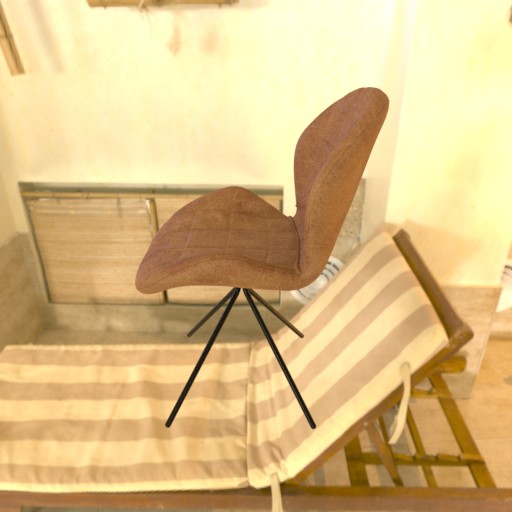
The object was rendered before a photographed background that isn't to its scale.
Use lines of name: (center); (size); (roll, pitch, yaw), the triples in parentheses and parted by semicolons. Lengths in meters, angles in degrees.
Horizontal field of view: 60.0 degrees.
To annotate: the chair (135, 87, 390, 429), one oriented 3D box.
chair: (0.000, 0.000, 1.300); (0.640, 0.929, 0.527); (0, 27, 1)
